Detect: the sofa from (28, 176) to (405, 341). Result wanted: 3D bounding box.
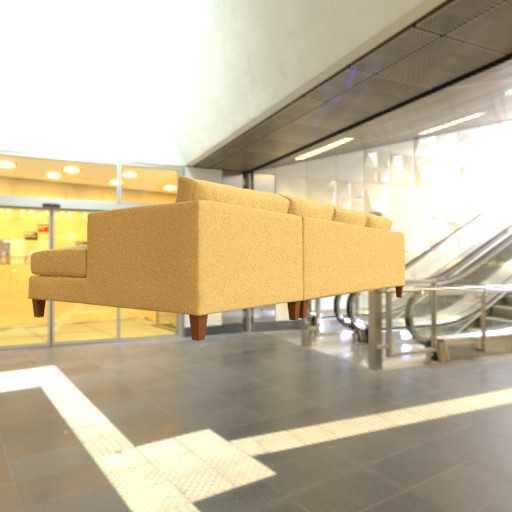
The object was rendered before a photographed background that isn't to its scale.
[{"bbox_3d":[0.000,0.000,3.888,1.625,0.861,3.186,0,-1,36],"label":"sofa"}]
